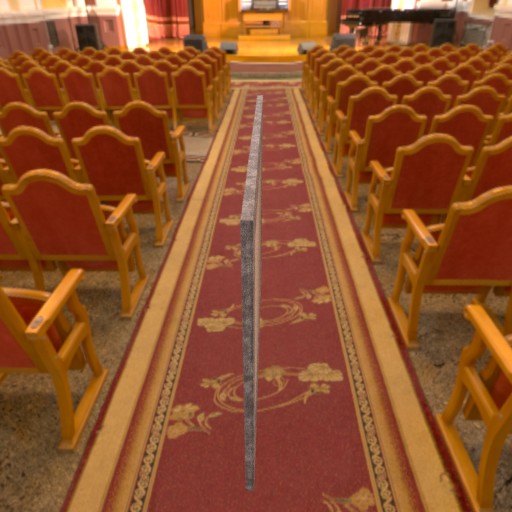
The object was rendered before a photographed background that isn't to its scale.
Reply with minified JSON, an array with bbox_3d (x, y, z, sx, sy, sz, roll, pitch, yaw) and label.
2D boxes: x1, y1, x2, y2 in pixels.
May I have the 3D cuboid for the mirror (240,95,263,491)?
[{"bbox_3d":[0.000,0.000,1.446,0.022,0.795,1.101,1,31,1],"label":"mirror"}]
